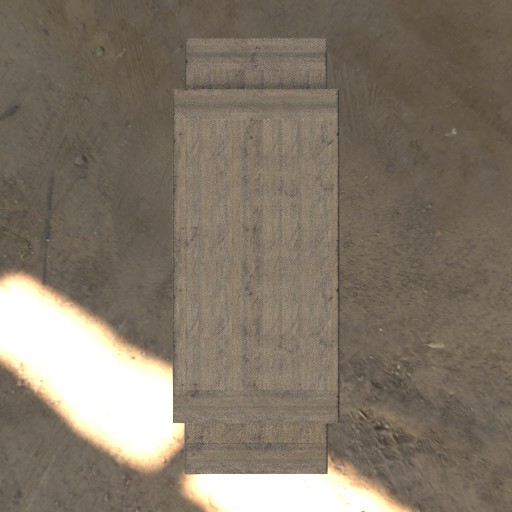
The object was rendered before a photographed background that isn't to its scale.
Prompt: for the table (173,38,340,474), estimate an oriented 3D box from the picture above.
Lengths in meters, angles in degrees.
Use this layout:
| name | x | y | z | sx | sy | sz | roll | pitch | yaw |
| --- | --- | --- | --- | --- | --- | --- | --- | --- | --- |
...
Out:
| name | x | y | z | sx | sy | sz | roll | pitch | yaw |
| --- | --- | --- | --- | --- | --- | --- | --- | --- | --- |
| table | 0.000 | 0.000 | 1.496 | 0.489 | 0.427 | 1.312 | 0 | 90 | 0 |
